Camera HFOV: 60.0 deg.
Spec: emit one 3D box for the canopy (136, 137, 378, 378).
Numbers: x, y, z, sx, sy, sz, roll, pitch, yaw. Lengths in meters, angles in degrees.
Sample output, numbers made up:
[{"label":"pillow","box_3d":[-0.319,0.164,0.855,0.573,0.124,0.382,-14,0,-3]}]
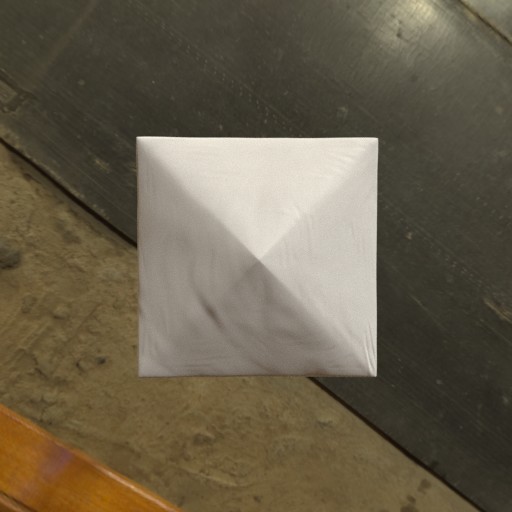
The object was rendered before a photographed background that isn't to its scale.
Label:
[{"label":"canopy","box_3d":[0.000,0.000,6.604,3.599,3.600,3.600,0,91,-1]}]
